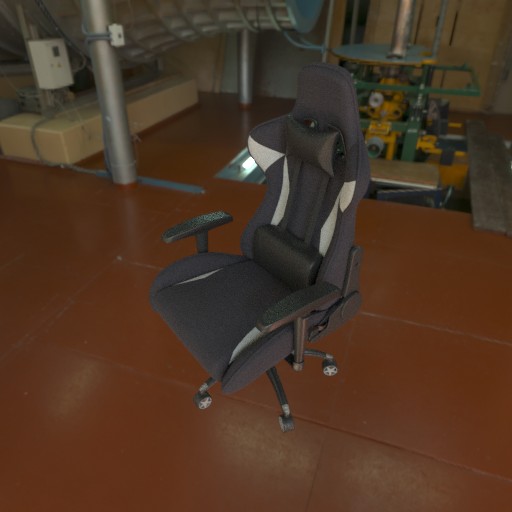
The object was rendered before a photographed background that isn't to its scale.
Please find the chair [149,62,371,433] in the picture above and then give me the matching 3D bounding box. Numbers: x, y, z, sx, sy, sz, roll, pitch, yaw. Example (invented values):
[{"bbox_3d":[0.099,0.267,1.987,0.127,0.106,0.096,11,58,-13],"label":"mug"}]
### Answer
[{"bbox_3d":[0.000,0.000,1.679,0.695,1.300,0.730,-21,38,-30],"label":"chair"}]
